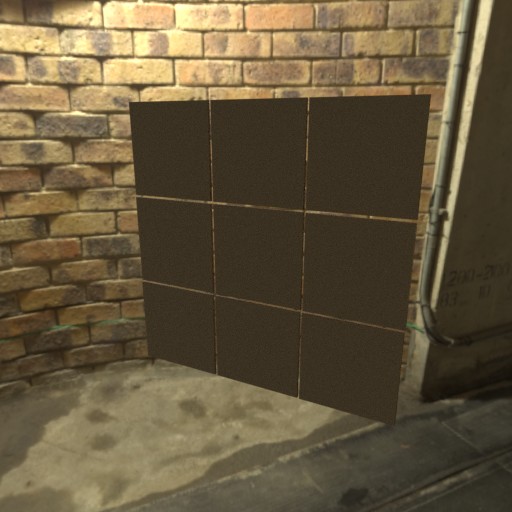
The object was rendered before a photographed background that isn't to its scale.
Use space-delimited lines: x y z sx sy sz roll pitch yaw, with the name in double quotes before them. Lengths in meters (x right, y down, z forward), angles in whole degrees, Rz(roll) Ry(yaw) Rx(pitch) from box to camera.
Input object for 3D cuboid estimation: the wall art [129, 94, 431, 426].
"wall art" 0.000 0.000 1.370 0.919 0.917 0.010 8 19 25
